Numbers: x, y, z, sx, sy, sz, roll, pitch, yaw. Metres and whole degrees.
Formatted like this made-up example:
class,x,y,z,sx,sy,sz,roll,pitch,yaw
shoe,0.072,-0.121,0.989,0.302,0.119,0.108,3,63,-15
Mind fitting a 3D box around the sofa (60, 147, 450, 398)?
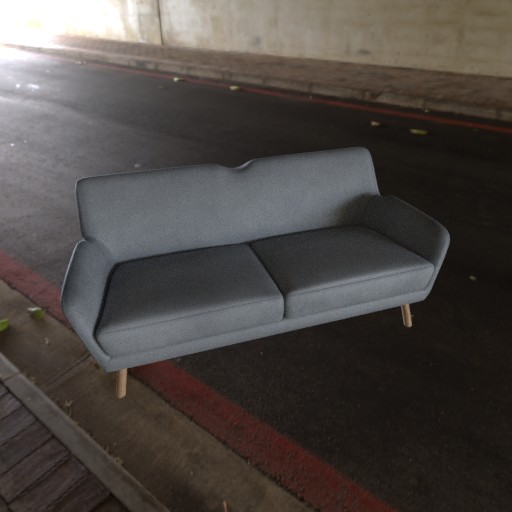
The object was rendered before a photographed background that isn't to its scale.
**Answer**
class,x,y,z,sx,sy,sz,roll,pitch,yaw
sofa,0.000,0.000,2.363,1.870,0.810,0.850,-10,32,-16
